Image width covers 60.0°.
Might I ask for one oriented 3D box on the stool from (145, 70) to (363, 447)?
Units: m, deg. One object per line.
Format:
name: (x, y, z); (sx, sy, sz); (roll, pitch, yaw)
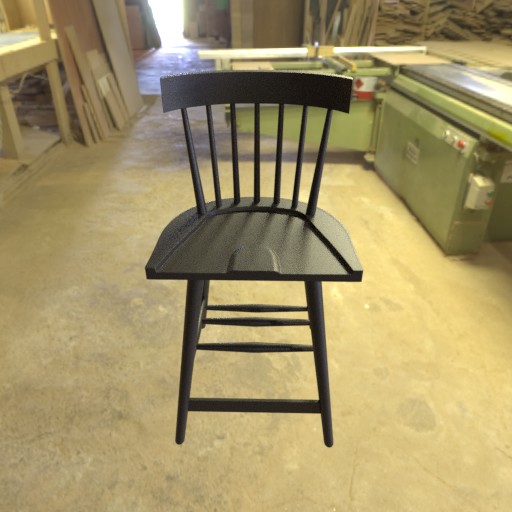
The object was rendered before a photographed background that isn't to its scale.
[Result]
stool: (0.000, 0.000, 1.273); (0.494, 0.953, 0.549); (1, 31, 1)
